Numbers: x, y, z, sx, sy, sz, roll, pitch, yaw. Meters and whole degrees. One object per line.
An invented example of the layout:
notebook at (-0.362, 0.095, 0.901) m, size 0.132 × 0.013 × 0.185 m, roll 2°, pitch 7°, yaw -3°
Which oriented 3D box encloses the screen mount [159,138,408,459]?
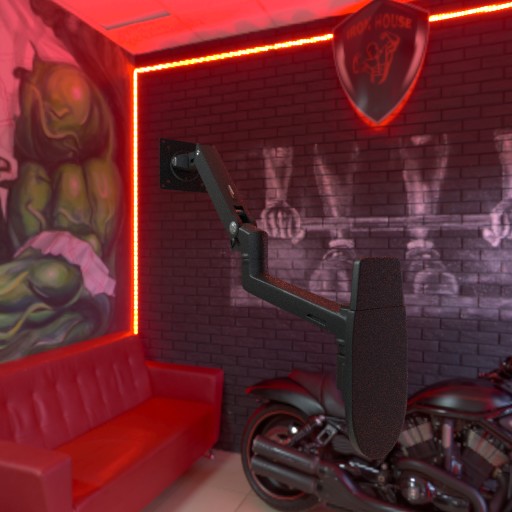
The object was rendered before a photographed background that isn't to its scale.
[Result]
screen mount at (0.000, 0.000, 0.714) m, size 0.115 × 0.466 × 0.495 m, roll 0°, pitch 1°, yaw -36°
